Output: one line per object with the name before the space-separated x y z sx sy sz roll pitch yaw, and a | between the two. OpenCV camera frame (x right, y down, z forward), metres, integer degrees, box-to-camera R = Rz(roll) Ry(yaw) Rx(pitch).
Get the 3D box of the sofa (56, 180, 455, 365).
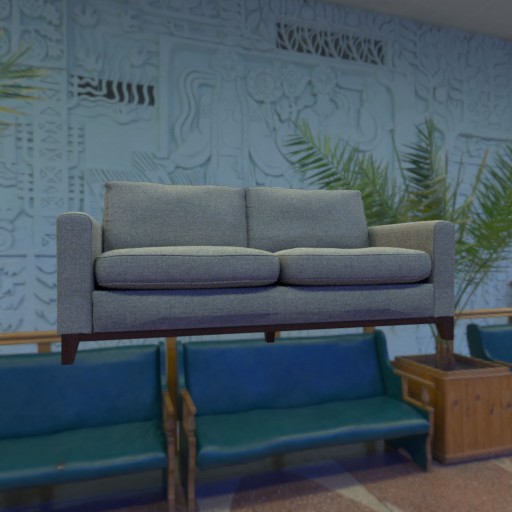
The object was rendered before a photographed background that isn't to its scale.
sofa | 0.000 0.000 2.513 1.978 0.892 0.969 0 0 -16
